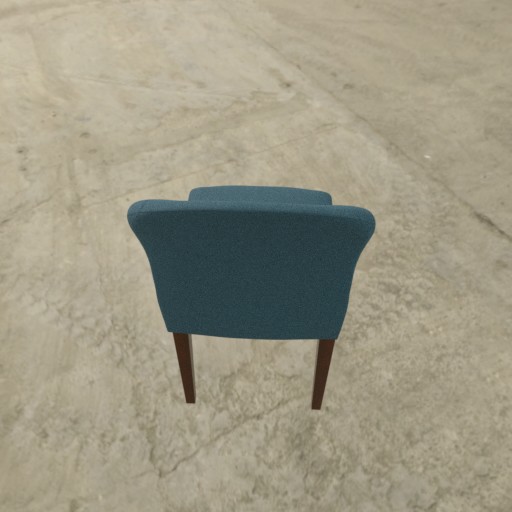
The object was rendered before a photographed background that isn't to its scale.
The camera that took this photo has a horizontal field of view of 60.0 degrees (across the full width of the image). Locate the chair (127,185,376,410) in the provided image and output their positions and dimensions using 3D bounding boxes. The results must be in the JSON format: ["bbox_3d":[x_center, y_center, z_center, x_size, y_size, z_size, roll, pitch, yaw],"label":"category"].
[{"bbox_3d":[0.000,0.000,1.275,0.507,0.879,0.620,2,46,2],"label":"chair"}]
